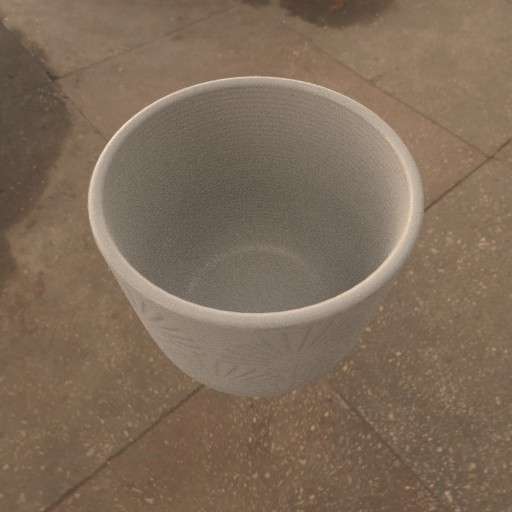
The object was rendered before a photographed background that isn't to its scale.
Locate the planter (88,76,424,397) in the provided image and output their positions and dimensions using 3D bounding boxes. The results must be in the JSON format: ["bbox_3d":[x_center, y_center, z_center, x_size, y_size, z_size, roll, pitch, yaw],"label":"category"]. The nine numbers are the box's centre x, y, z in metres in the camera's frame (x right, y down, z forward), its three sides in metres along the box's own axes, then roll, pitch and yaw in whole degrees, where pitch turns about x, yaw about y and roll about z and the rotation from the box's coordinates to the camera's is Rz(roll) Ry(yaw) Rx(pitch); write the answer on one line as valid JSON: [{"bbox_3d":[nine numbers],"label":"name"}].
[{"bbox_3d":[0.000,0.000,0.210,0.124,0.109,0.124,0,56,0],"label":"planter"}]
